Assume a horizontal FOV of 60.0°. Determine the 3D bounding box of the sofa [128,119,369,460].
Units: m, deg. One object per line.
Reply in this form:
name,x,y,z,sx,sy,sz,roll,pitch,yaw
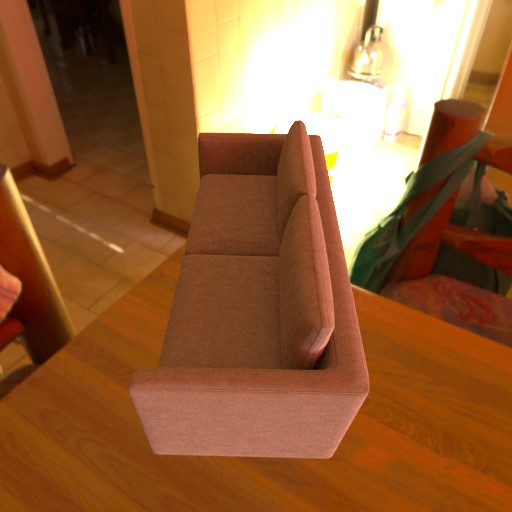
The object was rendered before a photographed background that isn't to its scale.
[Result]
sofa,0.000,0.000,2.538,0.889,0.864,2.121,1,41,1
